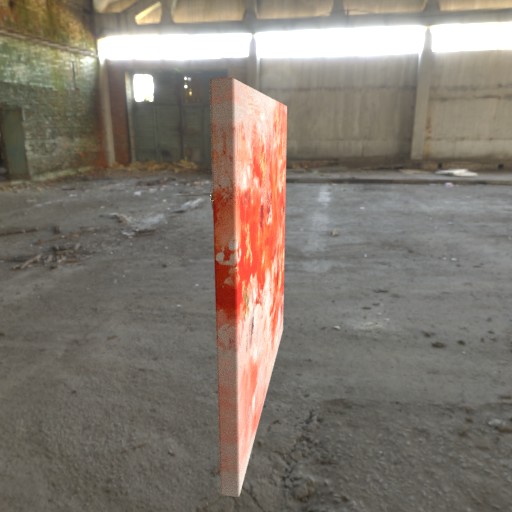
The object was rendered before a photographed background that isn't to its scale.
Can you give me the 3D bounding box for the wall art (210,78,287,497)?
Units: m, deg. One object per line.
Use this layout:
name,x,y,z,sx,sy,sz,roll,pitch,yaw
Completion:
wall art,0.000,0.000,1.101,0.064,0.746,0.747,3,16,9
